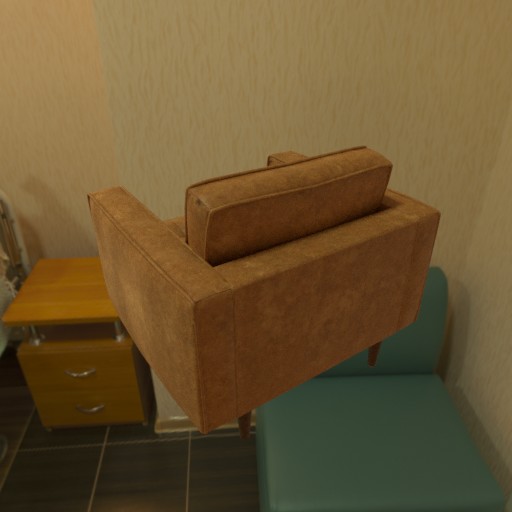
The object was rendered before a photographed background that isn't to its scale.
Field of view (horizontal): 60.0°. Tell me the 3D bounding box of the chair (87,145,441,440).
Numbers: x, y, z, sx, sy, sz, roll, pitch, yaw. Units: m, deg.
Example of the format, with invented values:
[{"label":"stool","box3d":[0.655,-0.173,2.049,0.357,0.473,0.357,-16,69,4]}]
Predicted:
[{"label":"chair","box3d":[0.000,0.000,1.550,0.928,0.767,0.798,-19,35,-29]}]
